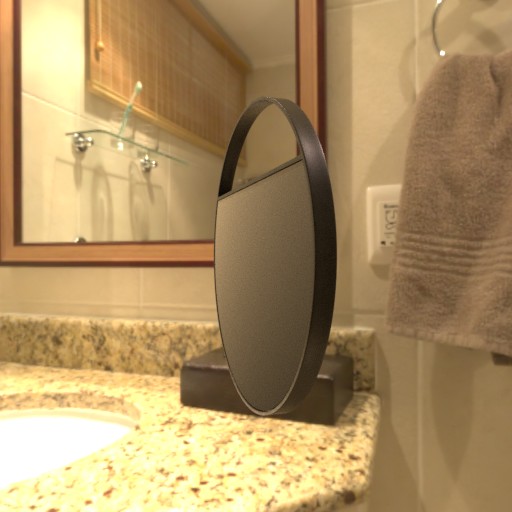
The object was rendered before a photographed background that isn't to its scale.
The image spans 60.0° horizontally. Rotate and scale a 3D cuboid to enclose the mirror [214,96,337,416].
[{"bbox_3d":[0.000,0.000,0.833,0.032,0.565,0.565,0,0,-19],"label":"mirror"}]
